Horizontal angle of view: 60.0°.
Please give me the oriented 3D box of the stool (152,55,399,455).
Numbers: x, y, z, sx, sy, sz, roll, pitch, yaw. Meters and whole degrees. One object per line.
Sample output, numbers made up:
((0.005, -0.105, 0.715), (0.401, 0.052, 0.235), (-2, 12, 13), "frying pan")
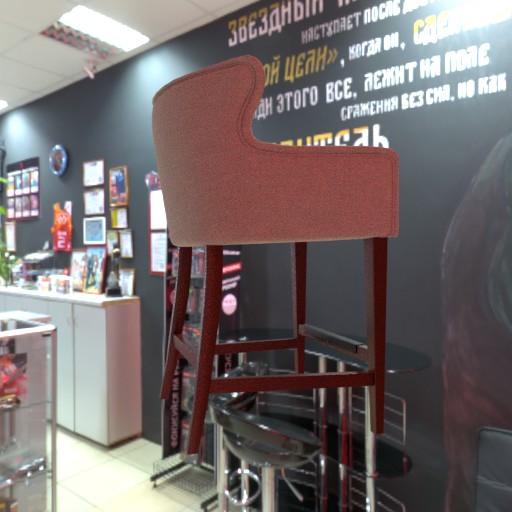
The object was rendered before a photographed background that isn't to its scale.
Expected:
((0.000, 0.000, 1.391), (0.637, 0.987, 0.615), (0, 1, -19), "stool")
